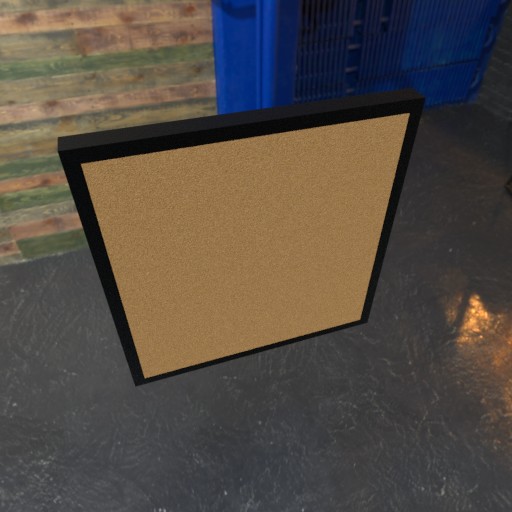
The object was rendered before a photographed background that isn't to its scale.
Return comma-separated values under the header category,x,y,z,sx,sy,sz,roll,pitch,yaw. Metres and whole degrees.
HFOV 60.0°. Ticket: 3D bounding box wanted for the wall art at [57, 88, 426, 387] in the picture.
category,x,y,z,sx,sy,sz,roll,pitch,yaw
wall art,0.000,0.000,0.764,0.506,0.506,0.038,-12,43,-14
